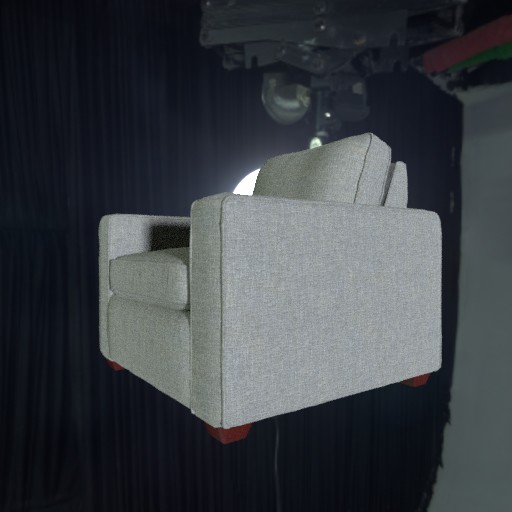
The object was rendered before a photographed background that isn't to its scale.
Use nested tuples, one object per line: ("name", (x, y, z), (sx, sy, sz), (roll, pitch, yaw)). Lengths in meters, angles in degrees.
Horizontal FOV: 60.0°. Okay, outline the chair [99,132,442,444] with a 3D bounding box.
("chair", (0.000, 0.000, 1.700), (0.940, 0.914, 1.016), (-1, 1, -36))
